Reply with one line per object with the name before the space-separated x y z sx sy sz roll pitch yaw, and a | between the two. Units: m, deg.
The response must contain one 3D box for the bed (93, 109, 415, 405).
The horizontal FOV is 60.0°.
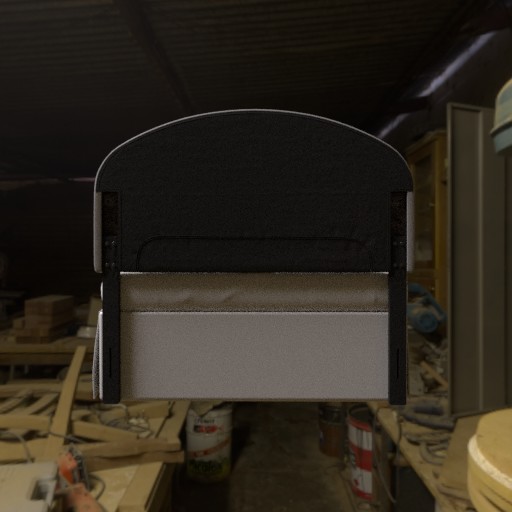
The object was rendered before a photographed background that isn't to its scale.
bed | 0.000 0.000 3.098 1.607 1.410 2.005 0 0 1
